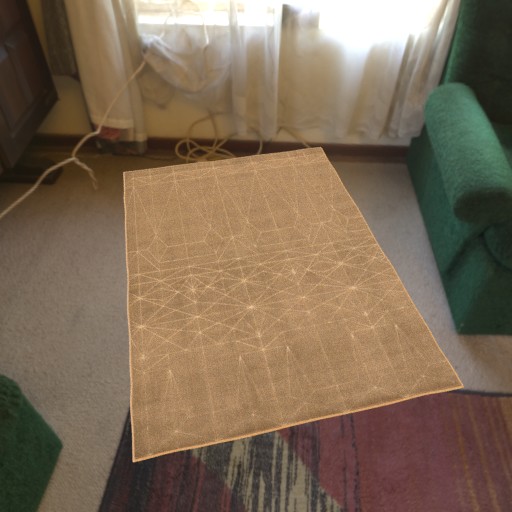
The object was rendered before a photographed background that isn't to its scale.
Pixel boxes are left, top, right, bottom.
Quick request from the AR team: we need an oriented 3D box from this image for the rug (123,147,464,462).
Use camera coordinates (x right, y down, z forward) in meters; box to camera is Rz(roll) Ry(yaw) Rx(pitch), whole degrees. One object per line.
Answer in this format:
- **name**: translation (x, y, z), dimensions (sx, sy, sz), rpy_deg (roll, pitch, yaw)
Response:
- **rug**: translation (0.000, 0.000, 4.264), dimensions (2.449, 0.019, 3.357), rpy_deg (-9, 47, -9)
